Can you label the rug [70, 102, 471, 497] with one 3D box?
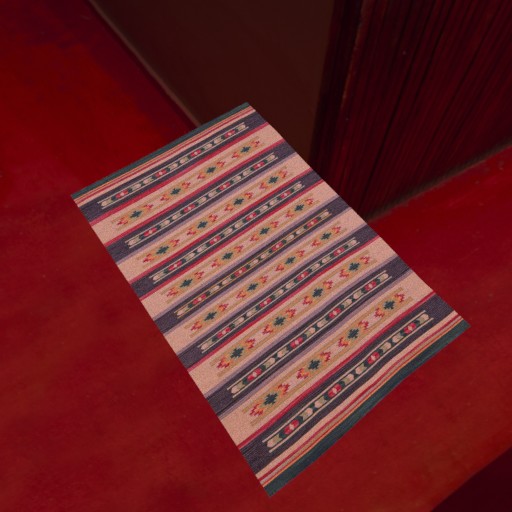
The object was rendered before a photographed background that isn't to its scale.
[{"bbox_3d":[0.000,0.000,2.873,1.522,0.010,2.311,-33,67,-16],"label":"rug"}]
